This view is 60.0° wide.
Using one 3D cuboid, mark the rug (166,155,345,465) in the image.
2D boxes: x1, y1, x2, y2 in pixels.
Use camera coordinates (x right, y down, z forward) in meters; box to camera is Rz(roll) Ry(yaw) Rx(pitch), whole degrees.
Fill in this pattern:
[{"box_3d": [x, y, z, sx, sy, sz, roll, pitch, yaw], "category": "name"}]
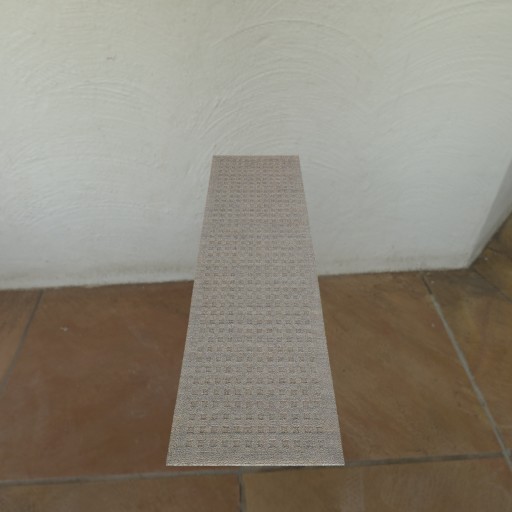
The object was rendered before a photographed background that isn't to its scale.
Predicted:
[{"box_3d": [0.000, 0.000, 2.613, 0.688, 0.005, 2.437, 0, 41, 0], "category": "rug"}]
